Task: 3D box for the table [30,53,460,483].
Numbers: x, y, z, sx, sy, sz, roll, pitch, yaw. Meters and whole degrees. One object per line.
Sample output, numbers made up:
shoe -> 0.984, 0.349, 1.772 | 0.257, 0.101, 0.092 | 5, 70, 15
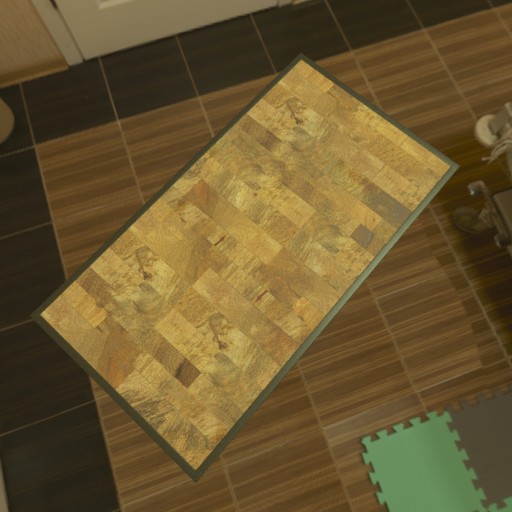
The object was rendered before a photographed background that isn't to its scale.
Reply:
table -> 0.000, 0.000, 1.510 | 0.649, 0.398, 1.199 | 40, 77, 11
